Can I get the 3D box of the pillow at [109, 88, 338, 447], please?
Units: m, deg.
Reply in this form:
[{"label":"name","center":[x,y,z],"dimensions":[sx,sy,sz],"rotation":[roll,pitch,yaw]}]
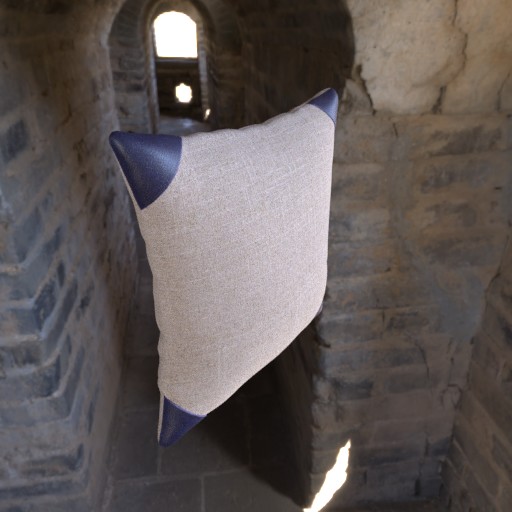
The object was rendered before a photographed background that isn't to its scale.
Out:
[{"label":"pillow","center":[0.000,0.000,0.671],"dimensions":[0.147,0.441,0.440],"rotation":[19,33,32]}]
